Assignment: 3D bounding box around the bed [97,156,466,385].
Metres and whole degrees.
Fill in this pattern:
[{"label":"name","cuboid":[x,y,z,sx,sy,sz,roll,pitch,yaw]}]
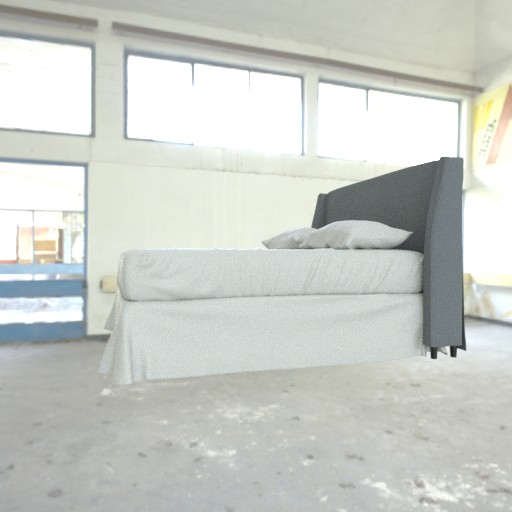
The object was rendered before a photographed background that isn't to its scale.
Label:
[{"label":"bed","cuboid":[0.000,0.000,3.445,2.276,1.332,1.925,0,0,-18]}]
